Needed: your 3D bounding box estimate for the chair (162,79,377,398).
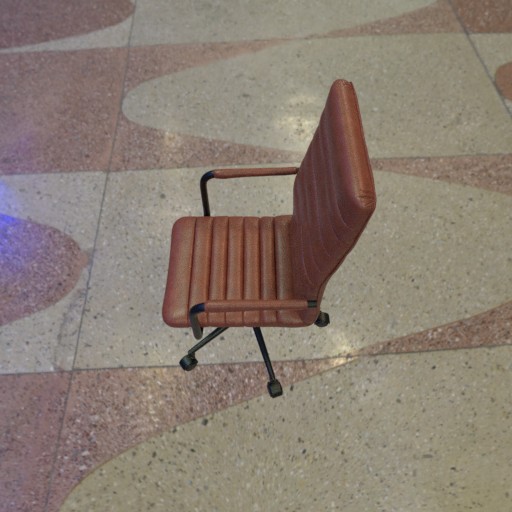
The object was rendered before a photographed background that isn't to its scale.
[{"bbox_3d":[0.000,0.000,1.359,0.580,0.979,0.608,0,57,0],"label":"chair"}]
